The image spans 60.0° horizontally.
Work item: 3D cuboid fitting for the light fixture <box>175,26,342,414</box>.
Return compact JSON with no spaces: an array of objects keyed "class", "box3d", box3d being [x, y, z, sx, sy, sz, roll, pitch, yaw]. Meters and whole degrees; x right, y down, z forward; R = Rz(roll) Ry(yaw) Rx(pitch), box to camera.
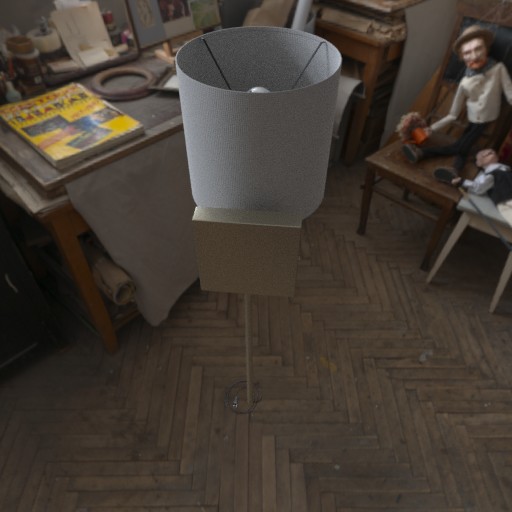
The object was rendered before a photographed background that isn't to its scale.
[{"class":"light fixture","box3d":[0.000,0.000,0.692,0.188,0.589,0.248,4,46,4]}]
